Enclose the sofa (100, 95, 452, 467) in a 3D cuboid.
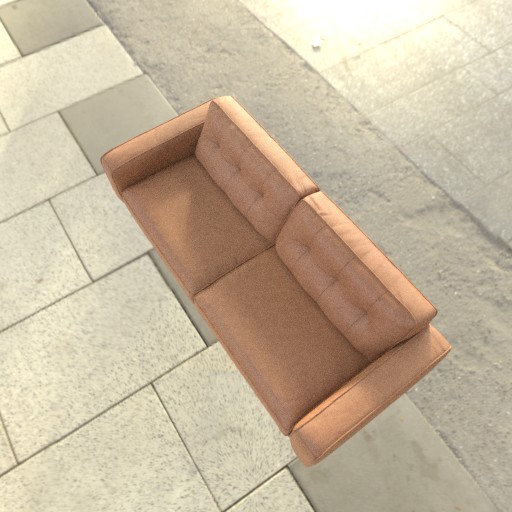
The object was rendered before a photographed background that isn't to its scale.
[{"bbox_3d":[0.000,0.000,2.755,0.953,0.780,2.270,-32,67,-16],"label":"sofa"}]
